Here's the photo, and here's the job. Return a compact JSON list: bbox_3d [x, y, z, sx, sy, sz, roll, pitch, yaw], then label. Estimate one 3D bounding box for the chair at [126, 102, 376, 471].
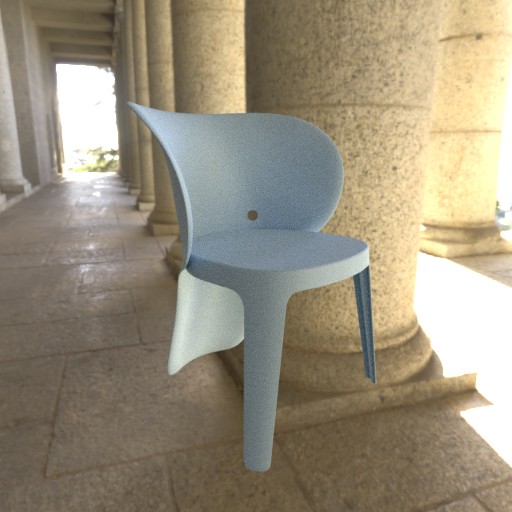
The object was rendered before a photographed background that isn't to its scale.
[{"bbox_3d":[0.000,0.000,0.850,0.402,0.554,0.451,12,18,41],"label":"chair"}]
